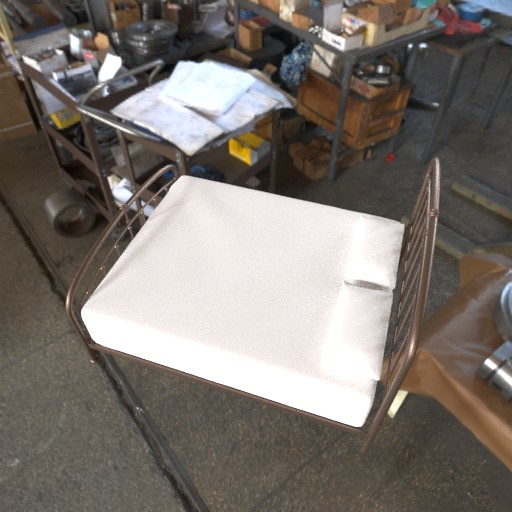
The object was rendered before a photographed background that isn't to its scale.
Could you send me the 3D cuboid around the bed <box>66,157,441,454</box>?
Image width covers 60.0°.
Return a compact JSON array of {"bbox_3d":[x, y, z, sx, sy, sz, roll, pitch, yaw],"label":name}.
[{"bbox_3d":[0.000,0.000,3.232,2.168,1.475,1.711,14,49,13],"label":"bed"}]
